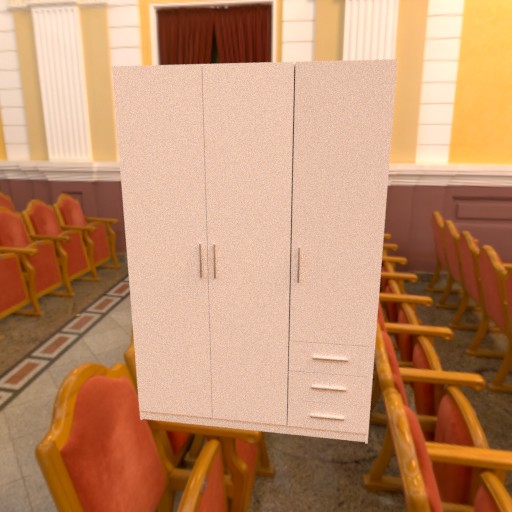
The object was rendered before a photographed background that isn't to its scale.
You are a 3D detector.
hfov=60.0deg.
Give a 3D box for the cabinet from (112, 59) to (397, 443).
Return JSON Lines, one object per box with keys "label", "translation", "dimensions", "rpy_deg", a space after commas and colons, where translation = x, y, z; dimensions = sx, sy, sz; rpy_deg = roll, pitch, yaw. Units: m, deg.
{"label": "cabinet", "translation": [0.000, 0.000, 2.451], "dimensions": [1.290, 1.910, 0.510], "rpy_deg": [2, 15, 9]}
